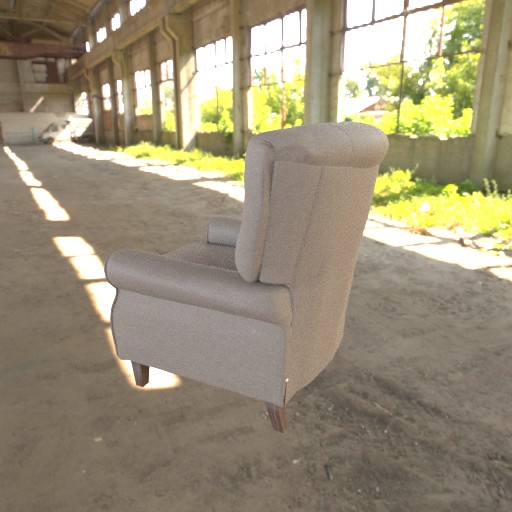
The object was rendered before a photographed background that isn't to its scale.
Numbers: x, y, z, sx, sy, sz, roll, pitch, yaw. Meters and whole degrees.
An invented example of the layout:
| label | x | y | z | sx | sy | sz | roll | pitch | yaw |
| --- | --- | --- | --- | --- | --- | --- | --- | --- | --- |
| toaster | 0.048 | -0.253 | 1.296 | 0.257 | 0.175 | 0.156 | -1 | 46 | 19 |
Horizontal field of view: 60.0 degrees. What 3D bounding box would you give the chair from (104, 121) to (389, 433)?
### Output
| label | x | y | z | sx | sy | sz | roll | pitch | yaw |
| --- | --- | --- | --- | --- | --- | --- | --- | --- | --- |
| chair | 0.000 | 0.000 | 1.959 | 1.041 | 1.138 | 0.999 | 8 | 19 | 26 |
